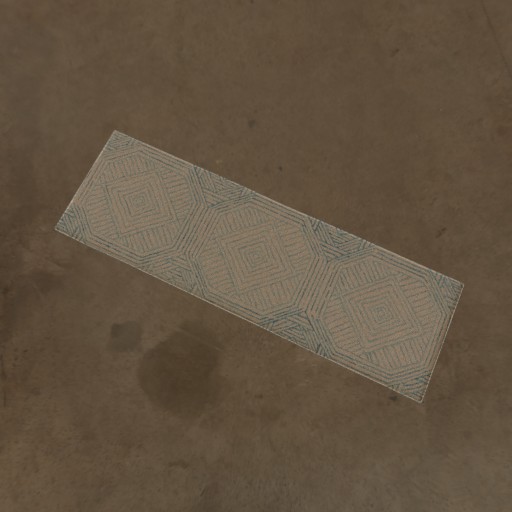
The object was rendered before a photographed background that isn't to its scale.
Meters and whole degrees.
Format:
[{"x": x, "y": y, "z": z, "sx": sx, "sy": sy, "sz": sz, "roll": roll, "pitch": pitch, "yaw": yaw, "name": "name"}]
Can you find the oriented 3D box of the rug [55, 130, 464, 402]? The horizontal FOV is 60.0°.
[{"x": 0.000, "y": 0.000, "z": 2.752, "sx": 2.452, "sy": 0.012, "sz": 0.775, "roll": 25, "pitch": 77, "yaw": 6, "name": "rug"}]
